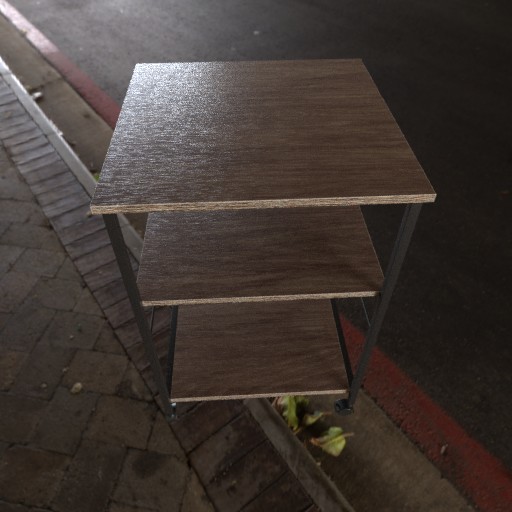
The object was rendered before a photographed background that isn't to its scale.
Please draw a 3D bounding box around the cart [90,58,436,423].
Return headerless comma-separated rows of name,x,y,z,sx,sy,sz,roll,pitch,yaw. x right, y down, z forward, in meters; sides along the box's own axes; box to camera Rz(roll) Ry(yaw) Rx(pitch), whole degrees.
cart,0.000,0.000,1.117,0.521,0.762,0.520,-2,45,-2
